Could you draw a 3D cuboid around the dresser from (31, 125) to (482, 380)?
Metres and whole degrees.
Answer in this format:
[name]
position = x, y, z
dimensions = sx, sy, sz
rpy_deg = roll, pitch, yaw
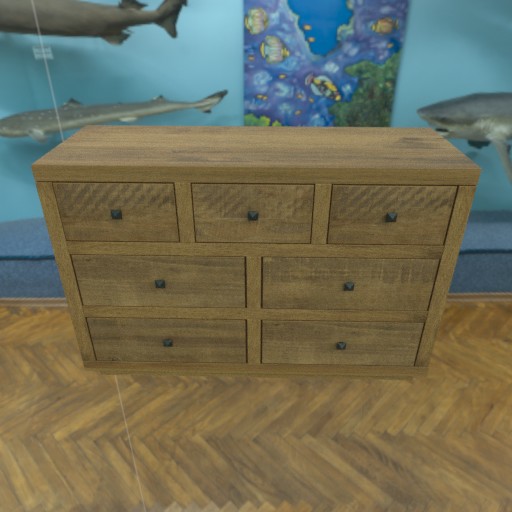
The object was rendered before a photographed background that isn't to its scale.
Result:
[dresser]
position = 0.000, 0.000, 1.625
dimensions = 1.261, 0.825, 0.479
rpy_deg = 1, 30, 1
